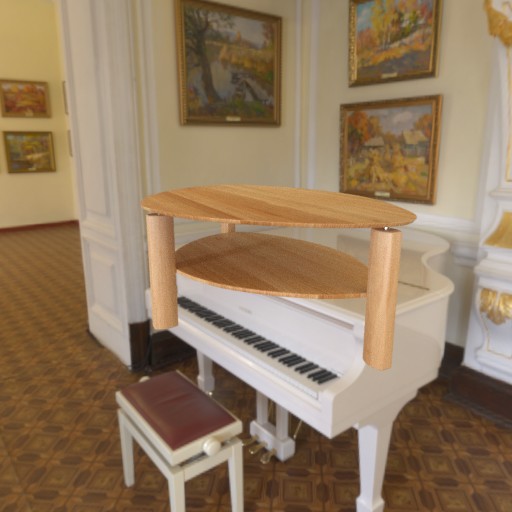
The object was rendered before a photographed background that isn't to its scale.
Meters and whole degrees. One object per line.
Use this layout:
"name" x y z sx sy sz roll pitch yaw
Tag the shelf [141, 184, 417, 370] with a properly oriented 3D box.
"shelf" 0.000 0.000 1.711 0.845 0.440 1.246 -7 16 -26
